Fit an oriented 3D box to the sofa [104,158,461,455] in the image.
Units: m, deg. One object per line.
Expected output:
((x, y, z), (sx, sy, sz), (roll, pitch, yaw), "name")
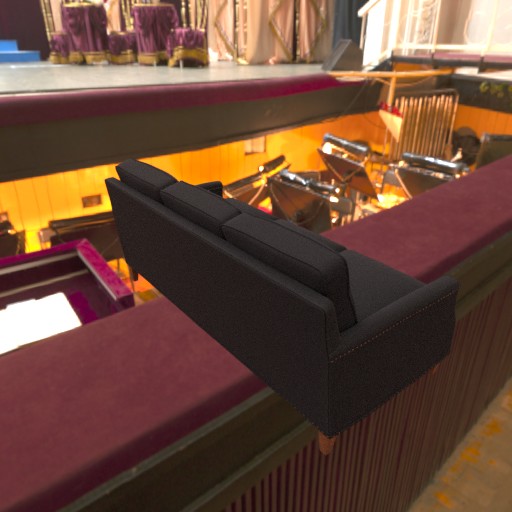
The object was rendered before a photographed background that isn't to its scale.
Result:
((0.000, 0.000, 2.851), (1.084, 1.003, 2.246), (-20, 33, -34), "sofa")
